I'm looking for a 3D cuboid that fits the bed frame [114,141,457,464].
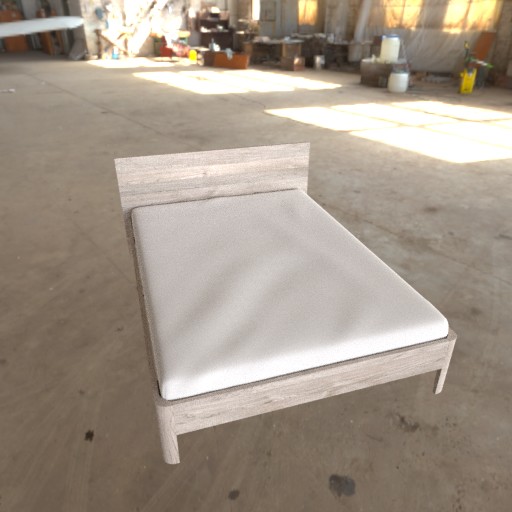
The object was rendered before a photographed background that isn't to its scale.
[{"bbox_3d":[0.000,0.000,2.712,1.490,0.800,1.950,-9,30,-15],"label":"bed frame"}]
